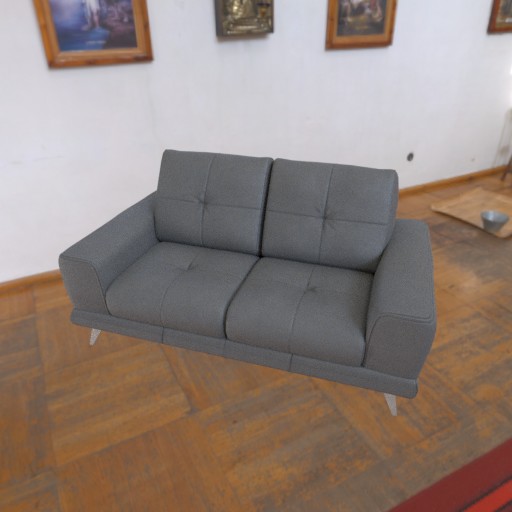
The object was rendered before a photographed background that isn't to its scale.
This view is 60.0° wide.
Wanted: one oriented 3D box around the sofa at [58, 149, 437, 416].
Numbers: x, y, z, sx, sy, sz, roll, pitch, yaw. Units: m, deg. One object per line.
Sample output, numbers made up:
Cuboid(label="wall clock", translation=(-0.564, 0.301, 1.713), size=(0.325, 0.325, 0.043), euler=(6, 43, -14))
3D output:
Cuboid(label="sofa", translation=(0.000, 0.000, 2.394), size=(1.806, 0.907, 1.018), euler=(9, 30, 15))
